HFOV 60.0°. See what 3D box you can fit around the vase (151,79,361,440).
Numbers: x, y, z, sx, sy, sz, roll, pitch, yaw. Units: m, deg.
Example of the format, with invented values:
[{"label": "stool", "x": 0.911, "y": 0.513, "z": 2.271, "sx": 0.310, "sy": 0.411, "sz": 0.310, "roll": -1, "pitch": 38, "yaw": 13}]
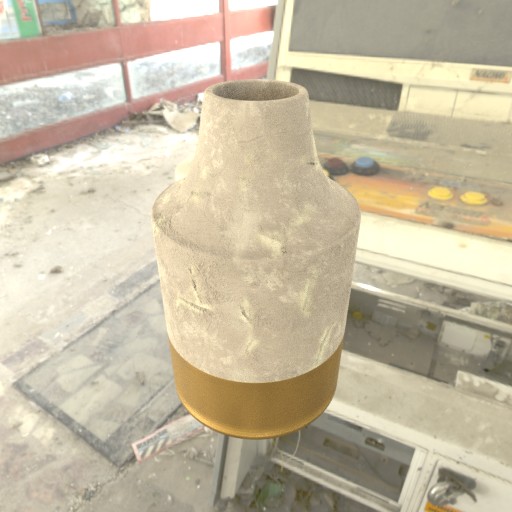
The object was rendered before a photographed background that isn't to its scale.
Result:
[{"label": "vase", "x": 0.000, "y": 0.000, "z": 0.423, "sx": 0.184, "sy": 0.305, "sz": 0.184, "roll": 0, "pitch": 33, "yaw": 0}]
